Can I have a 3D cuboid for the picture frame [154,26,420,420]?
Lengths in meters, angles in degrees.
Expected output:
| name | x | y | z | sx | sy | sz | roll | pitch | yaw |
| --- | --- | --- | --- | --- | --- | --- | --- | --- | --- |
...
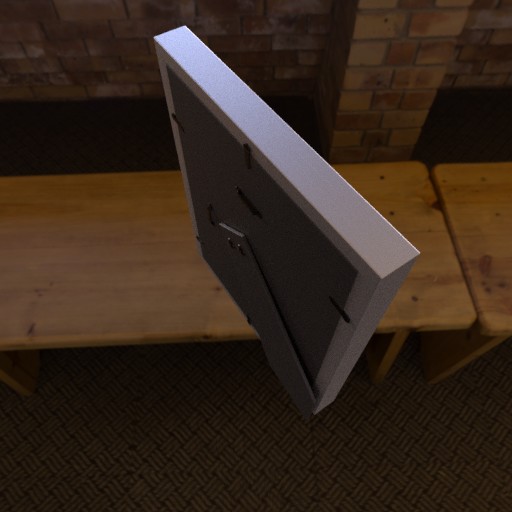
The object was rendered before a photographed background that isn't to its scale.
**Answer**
| name | x | y | z | sx | sy | sz | roll | pitch | yaw |
| --- | --- | --- | --- | --- | --- | --- | --- | --- | --- |
| picture frame | 0.000 | 0.000 | 0.380 | 0.036 | 0.282 | 0.233 | -30 | 63 | -17 |
